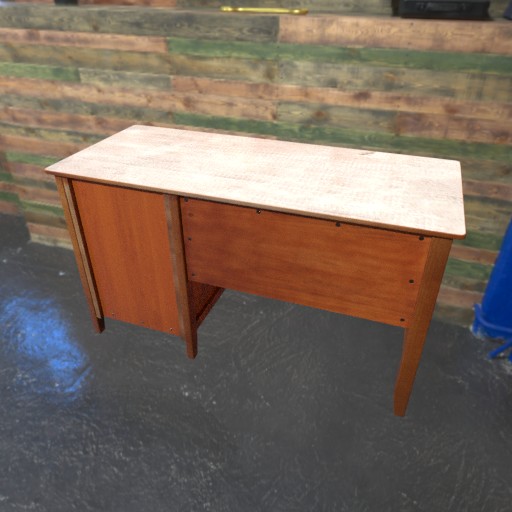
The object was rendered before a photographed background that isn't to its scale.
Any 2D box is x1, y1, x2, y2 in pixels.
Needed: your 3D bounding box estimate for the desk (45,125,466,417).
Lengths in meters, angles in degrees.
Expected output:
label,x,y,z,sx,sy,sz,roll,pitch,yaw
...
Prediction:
label,x,y,z,sx,sy,sz,roll,pitch,yaw
desk,0.000,0.000,1.757,1.353,0.756,0.574,11,34,17
